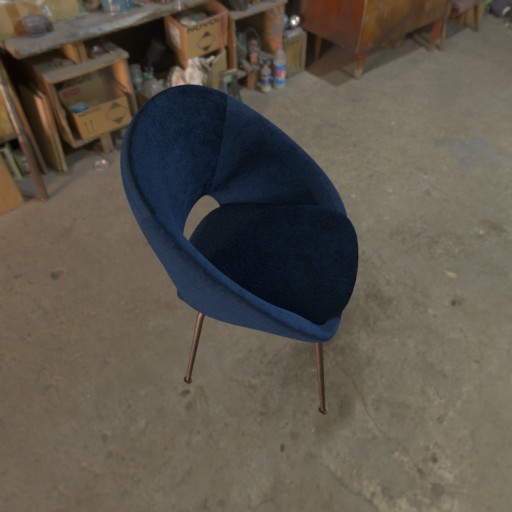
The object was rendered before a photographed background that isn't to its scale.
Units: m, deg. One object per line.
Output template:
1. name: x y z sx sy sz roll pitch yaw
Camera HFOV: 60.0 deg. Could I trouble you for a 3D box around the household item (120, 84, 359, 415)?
1. household item: 0.000 0.000 1.272 0.573 0.852 0.623 10 48 9
